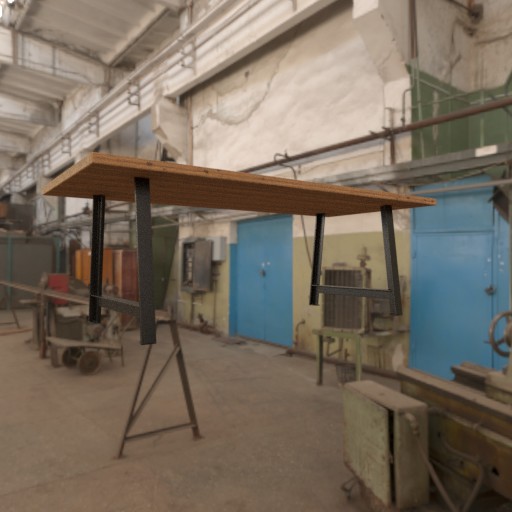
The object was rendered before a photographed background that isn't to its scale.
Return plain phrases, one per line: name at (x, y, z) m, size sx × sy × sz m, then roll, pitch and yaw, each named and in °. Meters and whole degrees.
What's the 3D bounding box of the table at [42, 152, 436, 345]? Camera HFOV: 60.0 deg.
table at (0.000, 0.000, 2.682) m, size 2.200 × 0.757 × 1.000 m, roll 0°, pitch -1°, yaw -35°
